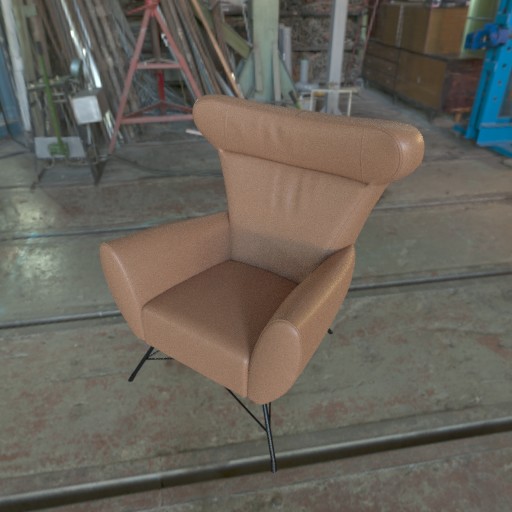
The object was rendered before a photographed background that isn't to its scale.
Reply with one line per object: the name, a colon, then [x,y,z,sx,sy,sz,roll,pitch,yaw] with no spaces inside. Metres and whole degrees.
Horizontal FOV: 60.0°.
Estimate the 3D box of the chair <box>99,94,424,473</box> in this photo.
chair: [0.000,0.000,1.764,0.980,1.050,0.900,20,37,29]
